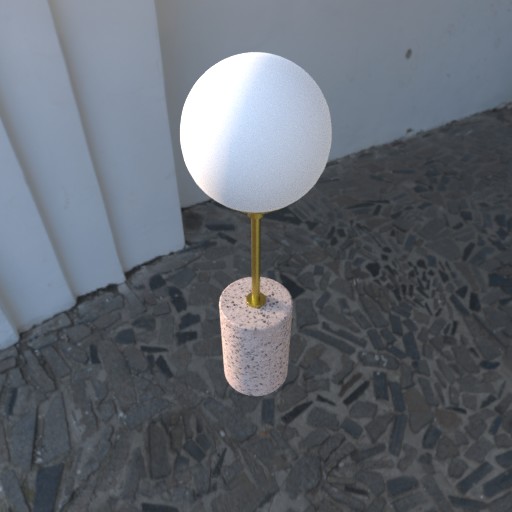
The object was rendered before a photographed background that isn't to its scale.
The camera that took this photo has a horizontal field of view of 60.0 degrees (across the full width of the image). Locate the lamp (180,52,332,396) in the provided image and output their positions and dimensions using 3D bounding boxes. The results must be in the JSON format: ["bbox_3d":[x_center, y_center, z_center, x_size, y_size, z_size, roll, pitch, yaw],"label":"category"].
[{"bbox_3d":[0.000,0.000,0.560,0.153,0.480,0.153,0,41,0],"label":"lamp"}]
